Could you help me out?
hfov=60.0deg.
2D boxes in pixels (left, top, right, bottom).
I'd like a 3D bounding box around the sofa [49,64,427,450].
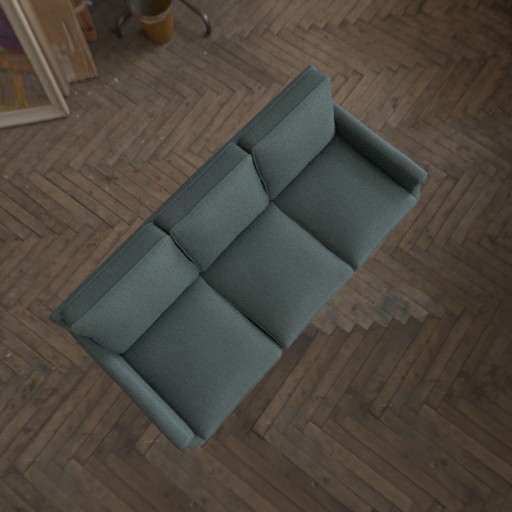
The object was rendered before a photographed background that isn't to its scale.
[{"bbox_3d":[0.000,0.000,2.822,1.084,1.003,2.246,42,79,10],"label":"sofa"}]
